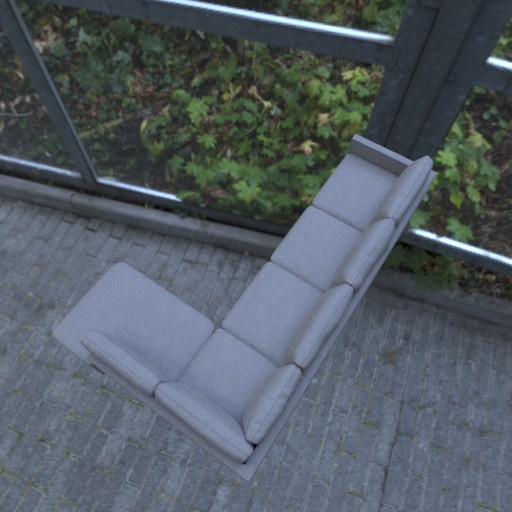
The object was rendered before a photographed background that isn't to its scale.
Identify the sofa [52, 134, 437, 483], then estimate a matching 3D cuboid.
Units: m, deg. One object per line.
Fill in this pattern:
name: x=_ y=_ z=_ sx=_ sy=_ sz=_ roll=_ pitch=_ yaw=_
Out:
sofa: x=0.000 y=0.000 z=4.231 sx=2.077 sy=0.964 sz=3.331 roll=31 pitch=67 yaw=15
